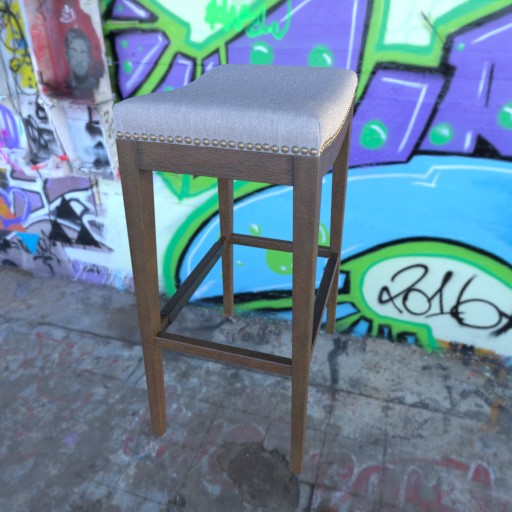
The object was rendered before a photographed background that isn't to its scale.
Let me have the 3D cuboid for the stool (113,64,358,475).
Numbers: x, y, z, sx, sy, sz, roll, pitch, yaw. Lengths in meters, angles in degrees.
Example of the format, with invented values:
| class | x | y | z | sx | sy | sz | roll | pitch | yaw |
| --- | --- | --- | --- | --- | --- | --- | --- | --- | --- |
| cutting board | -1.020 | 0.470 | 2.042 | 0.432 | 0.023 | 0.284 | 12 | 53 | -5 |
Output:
| class | x | y | z | sx | sy | sz | roll | pitch | yaw |
| --- | --- | --- | --- | --- | --- | --- | --- | --- | --- |
| stool | 0.000 | 0.000 | 1.019 | 0.356 | 0.762 | 0.508 | 9 | 32 | 14 |
